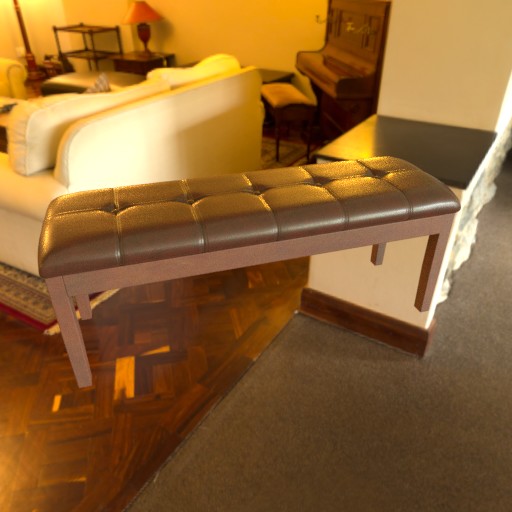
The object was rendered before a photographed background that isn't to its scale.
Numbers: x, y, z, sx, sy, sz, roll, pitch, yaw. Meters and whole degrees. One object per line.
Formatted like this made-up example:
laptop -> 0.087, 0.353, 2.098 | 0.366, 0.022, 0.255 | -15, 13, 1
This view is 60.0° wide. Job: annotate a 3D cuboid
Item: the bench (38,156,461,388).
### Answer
bench -> 0.000, 0.000, 1.504 | 1.259, 0.491, 0.401 | -9, 33, -15
